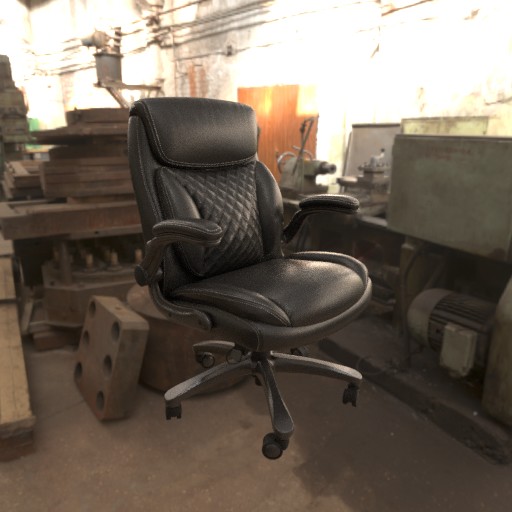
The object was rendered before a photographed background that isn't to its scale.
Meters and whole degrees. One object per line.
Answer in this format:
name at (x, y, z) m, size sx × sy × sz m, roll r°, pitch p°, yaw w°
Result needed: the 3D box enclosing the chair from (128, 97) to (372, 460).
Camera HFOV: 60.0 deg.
chair at (0.000, 0.000, 1.600) m, size 0.724 × 1.110 × 0.782 m, roll 14°, pitch 21°, yaw 42°
